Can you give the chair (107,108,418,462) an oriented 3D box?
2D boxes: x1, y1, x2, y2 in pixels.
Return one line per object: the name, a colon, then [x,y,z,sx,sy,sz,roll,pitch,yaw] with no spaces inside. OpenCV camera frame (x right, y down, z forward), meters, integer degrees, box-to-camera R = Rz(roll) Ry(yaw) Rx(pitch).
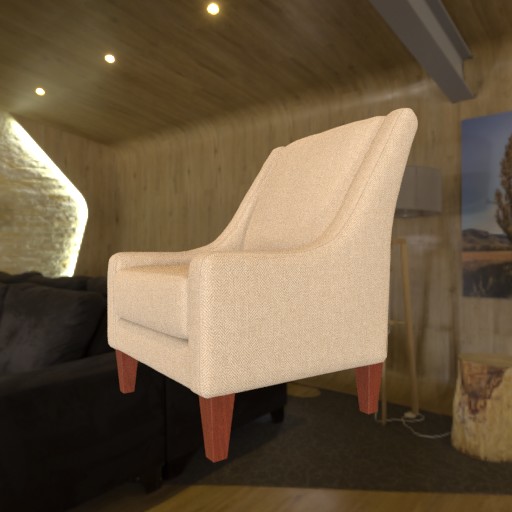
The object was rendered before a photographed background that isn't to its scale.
chair: [0.000,0.000,1.591,0.870,1.014,0.774,0,0,-35]
